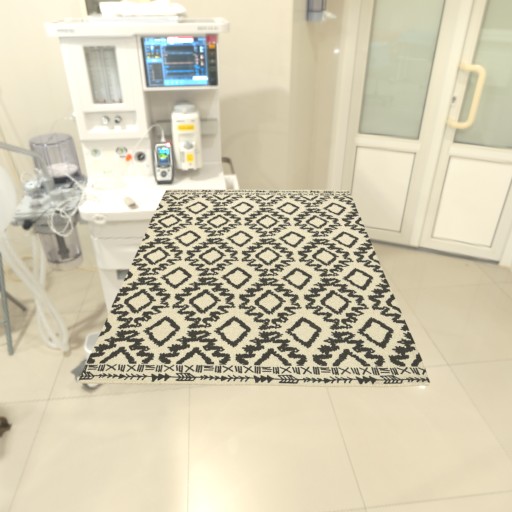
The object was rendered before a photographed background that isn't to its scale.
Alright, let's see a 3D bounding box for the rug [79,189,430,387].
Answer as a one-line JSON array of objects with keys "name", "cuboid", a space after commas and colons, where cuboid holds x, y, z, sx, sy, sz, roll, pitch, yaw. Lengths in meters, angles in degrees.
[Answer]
[{"name": "rug", "cuboid": [0.000, 0.000, 4.455, 2.444, 0.036, 3.369, 0, 32, 0]}]
